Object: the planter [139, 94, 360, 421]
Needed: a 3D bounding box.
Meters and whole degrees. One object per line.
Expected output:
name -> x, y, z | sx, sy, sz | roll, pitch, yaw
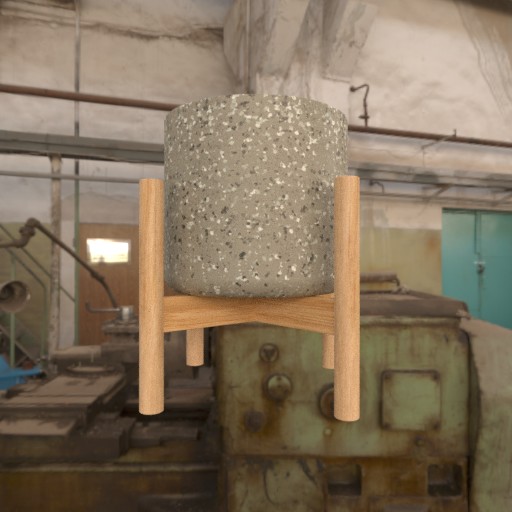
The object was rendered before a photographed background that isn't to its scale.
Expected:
planter -> 0.000, 0.000, 0.548 | 0.284, 0.320, 0.284 | 0, 0, -17
